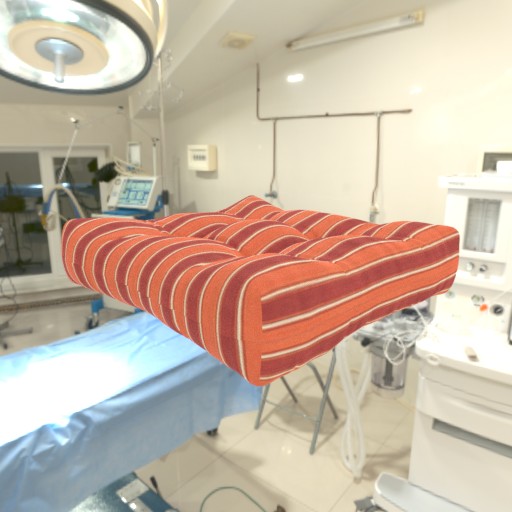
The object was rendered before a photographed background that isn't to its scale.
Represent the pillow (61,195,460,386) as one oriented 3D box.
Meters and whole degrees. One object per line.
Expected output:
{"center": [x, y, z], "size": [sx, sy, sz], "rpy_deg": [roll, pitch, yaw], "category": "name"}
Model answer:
{"center": [0.000, 0.000, 0.724], "size": [0.468, 0.133, 0.490], "rpy_deg": [-13, 19, -43], "category": "pillow"}
